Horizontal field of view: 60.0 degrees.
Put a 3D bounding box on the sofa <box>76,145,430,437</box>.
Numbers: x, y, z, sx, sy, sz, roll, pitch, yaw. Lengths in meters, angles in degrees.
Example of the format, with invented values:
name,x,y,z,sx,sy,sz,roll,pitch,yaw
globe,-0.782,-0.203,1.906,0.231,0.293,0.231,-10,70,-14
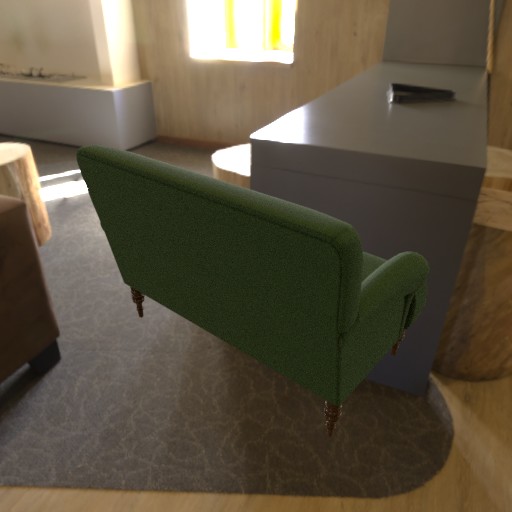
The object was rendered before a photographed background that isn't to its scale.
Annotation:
name,x,y,z,sx,sy,sz,roll,pitch,yaw
sofa,0.000,0.000,1.835,1.297,0.889,0.779,23,37,33
